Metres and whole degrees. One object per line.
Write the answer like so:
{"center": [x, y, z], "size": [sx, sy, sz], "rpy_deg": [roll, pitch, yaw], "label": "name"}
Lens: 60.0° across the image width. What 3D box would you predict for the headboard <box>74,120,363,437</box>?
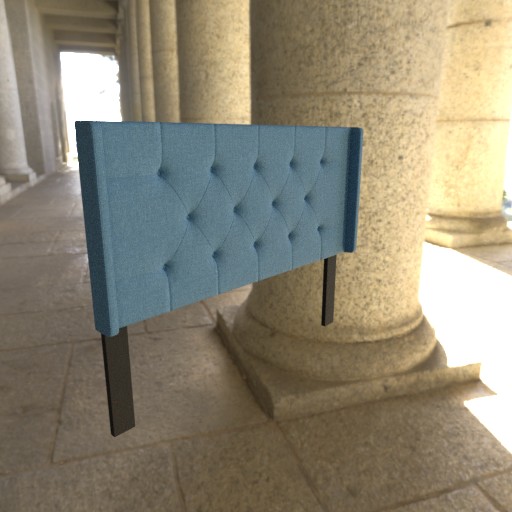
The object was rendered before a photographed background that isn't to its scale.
{"center": [0.000, 0.000, 2.682], "size": [0.184, 1.524, 2.051], "rpy_deg": [14, 20, 41], "label": "headboard"}
